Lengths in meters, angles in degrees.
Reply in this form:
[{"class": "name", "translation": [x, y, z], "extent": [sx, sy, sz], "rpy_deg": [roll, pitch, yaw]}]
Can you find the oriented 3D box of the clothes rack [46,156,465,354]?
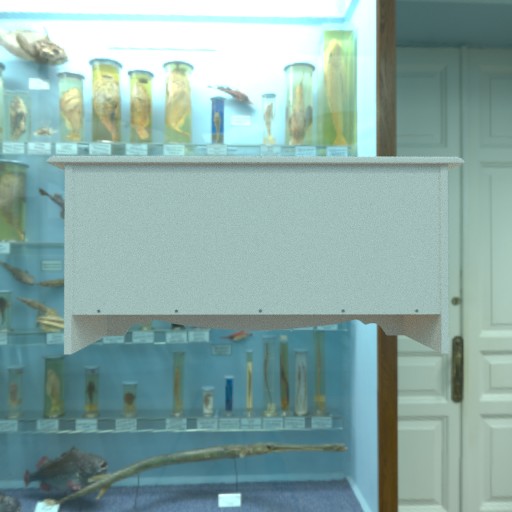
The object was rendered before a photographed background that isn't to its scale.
[{"class": "clothes rack", "translation": [0.000, 0.000, 1.346], "extent": [1.120, 0.531, 0.324], "rpy_deg": [0, -1, -1]}]
